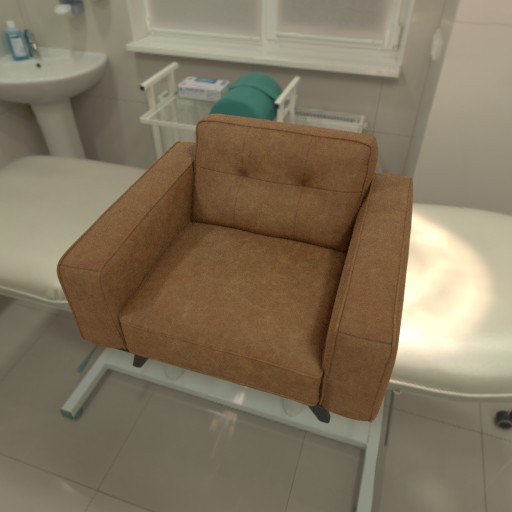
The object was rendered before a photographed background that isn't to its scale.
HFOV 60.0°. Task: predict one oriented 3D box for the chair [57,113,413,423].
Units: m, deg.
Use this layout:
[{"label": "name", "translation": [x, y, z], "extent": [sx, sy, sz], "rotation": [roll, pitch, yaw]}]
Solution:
[{"label": "chair", "translation": [0.000, 0.000, 1.749], "extent": [1.118, 0.782, 0.952], "rotation": [12, 42, 14]}]
